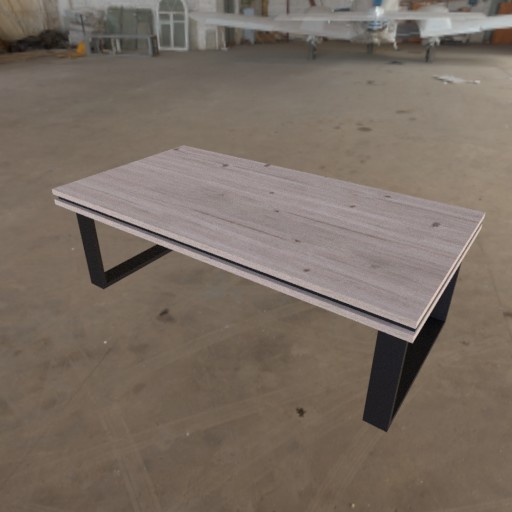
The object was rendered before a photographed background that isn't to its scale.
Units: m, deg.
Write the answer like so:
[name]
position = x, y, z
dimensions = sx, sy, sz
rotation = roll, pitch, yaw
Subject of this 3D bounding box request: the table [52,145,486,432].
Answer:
[table]
position = 0.000, 0.000, 1.656
dimensions = 1.350, 0.450, 0.700
rotation = 19, 35, 30
